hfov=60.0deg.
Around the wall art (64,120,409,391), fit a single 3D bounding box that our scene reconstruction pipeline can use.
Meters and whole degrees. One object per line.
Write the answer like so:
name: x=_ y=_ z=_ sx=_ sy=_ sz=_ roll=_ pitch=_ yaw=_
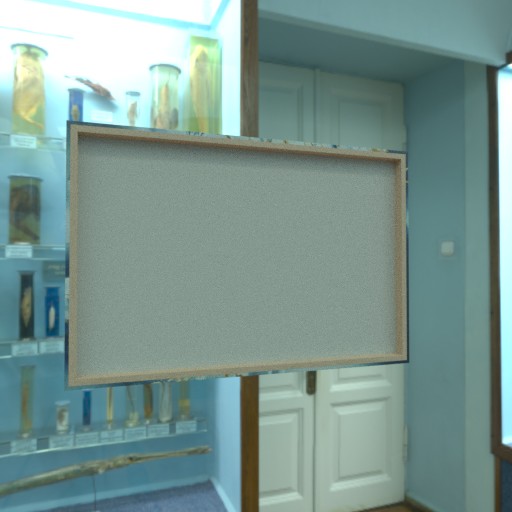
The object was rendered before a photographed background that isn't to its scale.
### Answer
wall art: x=0.000 y=0.000 z=1.154 sx=0.912 sy=0.608 sz=0.038 roll=0 pitch=-1 yaw=-18
